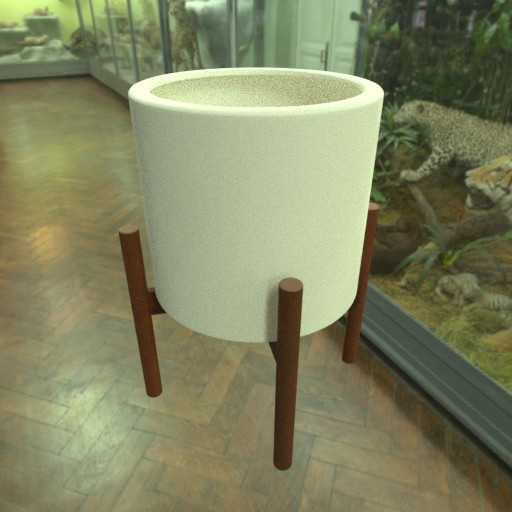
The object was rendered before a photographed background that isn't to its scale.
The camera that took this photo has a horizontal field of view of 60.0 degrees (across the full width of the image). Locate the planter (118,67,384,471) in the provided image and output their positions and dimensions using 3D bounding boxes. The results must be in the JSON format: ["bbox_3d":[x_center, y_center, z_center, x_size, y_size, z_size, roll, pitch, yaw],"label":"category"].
[{"bbox_3d":[0.000,0.000,0.487,0.224,0.358,0.224,18,34,27],"label":"planter"}]
